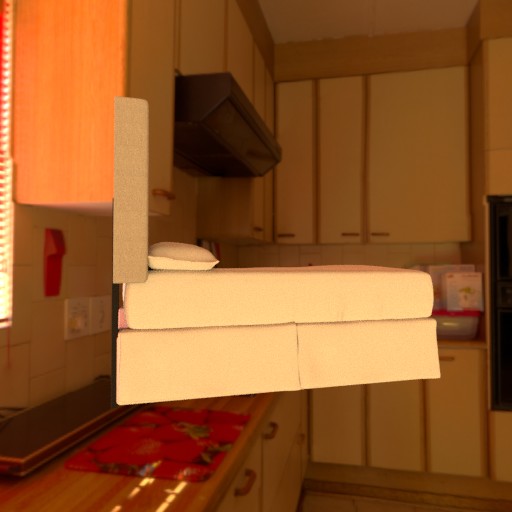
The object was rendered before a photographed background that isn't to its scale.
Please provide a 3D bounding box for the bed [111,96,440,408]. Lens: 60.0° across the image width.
[{"bbox_3d":[0.000,0.000,3.388,2.066,1.665,1.719,0,-1,-17],"label":"bed"}]
